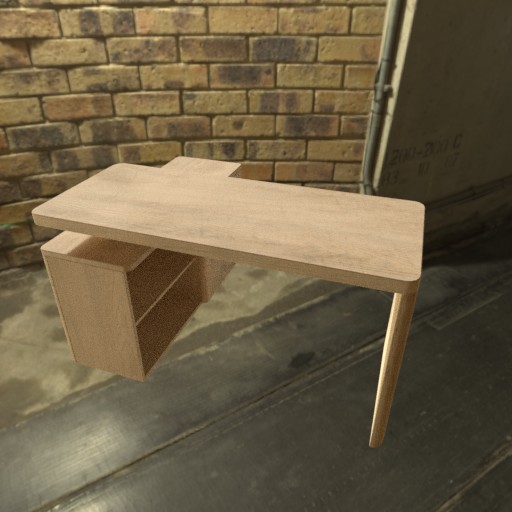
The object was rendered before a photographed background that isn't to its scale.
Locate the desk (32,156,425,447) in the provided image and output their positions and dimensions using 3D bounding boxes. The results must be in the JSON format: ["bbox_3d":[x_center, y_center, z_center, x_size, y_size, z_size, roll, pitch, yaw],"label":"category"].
[{"bbox_3d":[0.000,0.000,2.123,1.400,0.770,1.175,10,33,16],"label":"desk"}]
